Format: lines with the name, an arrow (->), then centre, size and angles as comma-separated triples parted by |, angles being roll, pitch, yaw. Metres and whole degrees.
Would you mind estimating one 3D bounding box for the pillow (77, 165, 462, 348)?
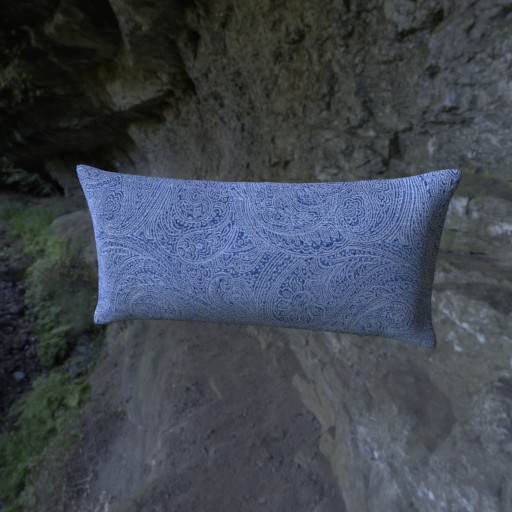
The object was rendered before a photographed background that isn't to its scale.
pillow -> 0.000, 0.000, 0.742 | 0.615, 0.295, 0.151 | 3, 17, 9
